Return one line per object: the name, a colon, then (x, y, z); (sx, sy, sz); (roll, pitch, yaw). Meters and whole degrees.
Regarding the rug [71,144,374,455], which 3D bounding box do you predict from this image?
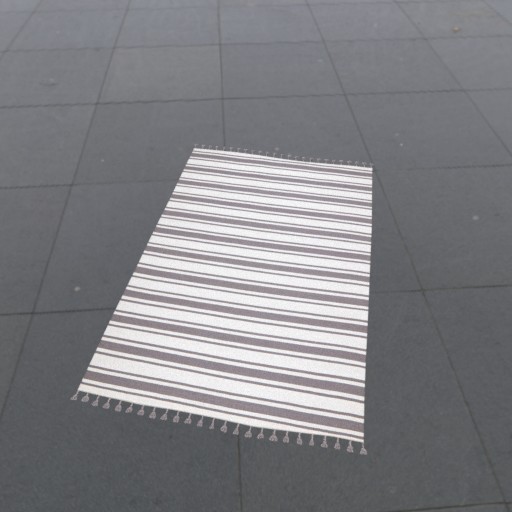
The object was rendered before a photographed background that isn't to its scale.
rug: (0.000, 0.000, 3.050); (1.563, 0.014, 2.425); (8, 49, 7)
